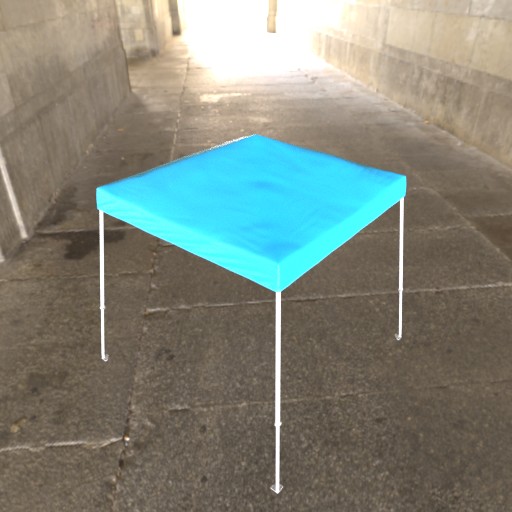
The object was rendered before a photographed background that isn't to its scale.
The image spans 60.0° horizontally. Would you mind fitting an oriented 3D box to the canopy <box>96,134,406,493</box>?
[{"bbox_3d":[0.000,0.000,5.181,2.849,2.849,2.848,23,38,33],"label":"canopy"}]
